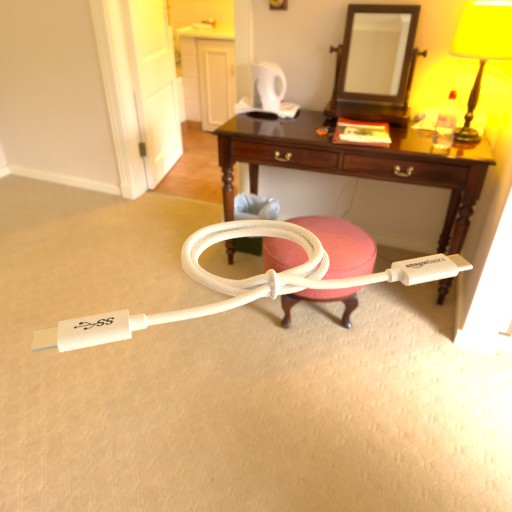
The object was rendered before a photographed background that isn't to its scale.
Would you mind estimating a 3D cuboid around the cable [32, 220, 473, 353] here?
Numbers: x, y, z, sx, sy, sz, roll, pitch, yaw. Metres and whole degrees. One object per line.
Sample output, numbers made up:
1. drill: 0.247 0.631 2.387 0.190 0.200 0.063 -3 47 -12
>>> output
1. cable: 0.000 0.000 0.204 0.186 0.014 0.070 -9 34 -14
